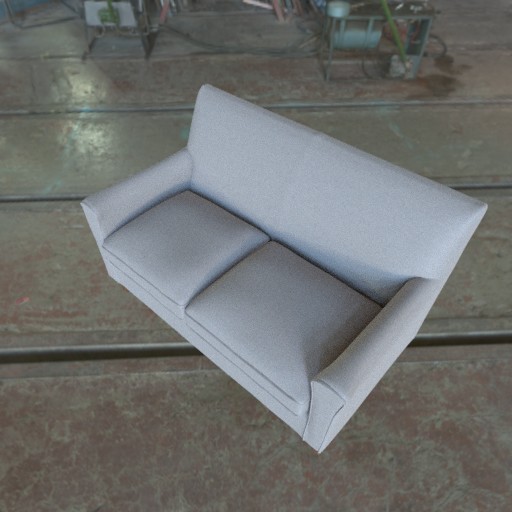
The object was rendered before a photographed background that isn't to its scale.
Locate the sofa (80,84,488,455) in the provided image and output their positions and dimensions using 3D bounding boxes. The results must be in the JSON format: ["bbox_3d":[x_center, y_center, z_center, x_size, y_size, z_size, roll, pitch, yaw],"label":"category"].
[{"bbox_3d":[0.000,0.000,2.029,1.482,0.890,0.888,33,54,28],"label":"sofa"}]
